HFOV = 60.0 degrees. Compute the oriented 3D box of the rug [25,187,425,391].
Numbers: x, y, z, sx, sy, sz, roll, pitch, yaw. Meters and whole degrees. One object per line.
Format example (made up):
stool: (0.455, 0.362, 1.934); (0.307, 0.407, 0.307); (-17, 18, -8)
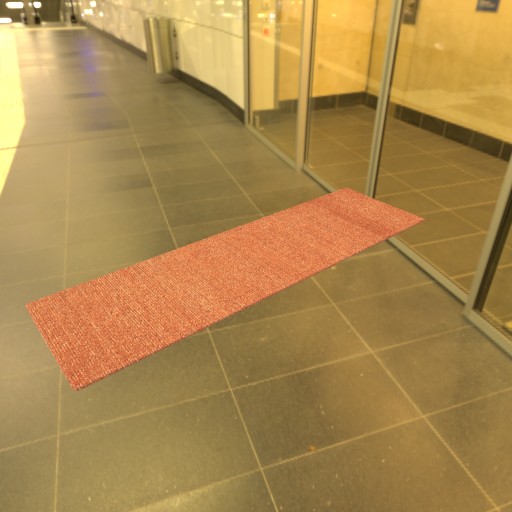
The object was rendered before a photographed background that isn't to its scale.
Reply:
rug: (0.000, 0.000, 2.521); (2.307, 0.012, 0.687); (-23, 38, -32)
